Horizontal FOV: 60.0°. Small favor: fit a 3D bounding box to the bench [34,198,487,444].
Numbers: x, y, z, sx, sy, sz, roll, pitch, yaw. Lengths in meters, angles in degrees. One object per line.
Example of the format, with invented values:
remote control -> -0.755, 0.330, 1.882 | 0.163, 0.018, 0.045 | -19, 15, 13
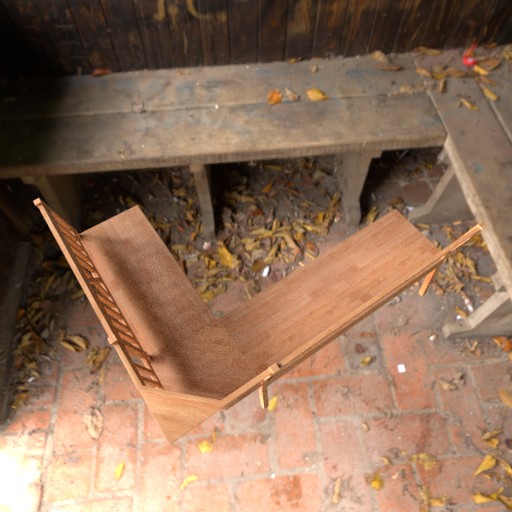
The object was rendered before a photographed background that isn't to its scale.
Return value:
bench -> 0.000, 0.000, 2.792 | 1.937, 0.902, 1.537 | -30, 63, -17
